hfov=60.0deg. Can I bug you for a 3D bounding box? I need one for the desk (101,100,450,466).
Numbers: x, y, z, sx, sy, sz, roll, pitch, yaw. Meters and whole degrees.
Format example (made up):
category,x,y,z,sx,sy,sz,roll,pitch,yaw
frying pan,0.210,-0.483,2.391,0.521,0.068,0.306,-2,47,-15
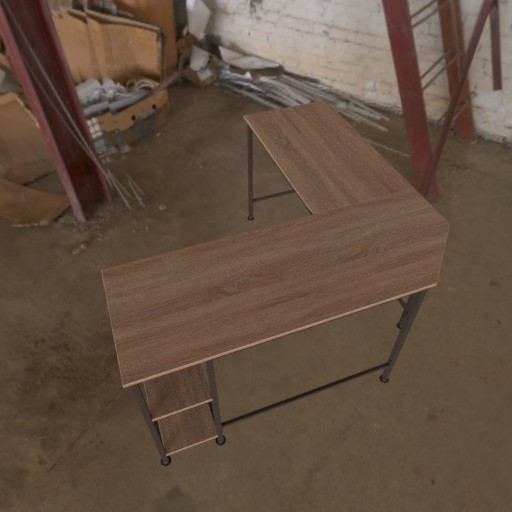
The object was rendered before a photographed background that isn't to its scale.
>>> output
category,x,y,z,sx,sy,sz,roll,pitch,yaw
desk,0.000,0.000,2.212,1.379,0.739,1.379,-15,48,-14
